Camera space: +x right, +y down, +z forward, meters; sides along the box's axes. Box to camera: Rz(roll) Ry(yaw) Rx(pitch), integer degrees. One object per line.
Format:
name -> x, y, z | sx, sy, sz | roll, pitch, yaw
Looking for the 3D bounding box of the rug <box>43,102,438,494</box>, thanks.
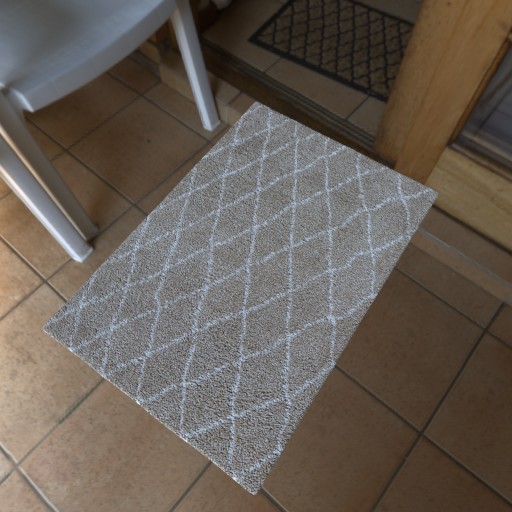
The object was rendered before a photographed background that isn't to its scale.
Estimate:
rug -> 0.000, 0.000, 2.259 | 1.219, 0.030, 1.778 | 31, 67, 15
